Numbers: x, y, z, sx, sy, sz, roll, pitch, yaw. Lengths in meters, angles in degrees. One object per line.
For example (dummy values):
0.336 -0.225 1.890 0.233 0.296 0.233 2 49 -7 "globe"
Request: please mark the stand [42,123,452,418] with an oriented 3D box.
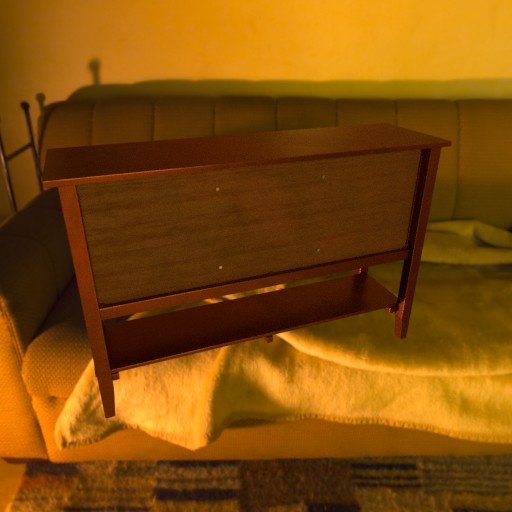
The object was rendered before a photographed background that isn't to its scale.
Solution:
0.000 0.000 1.745 1.362 0.872 0.410 -10 28 -19 "stand"
